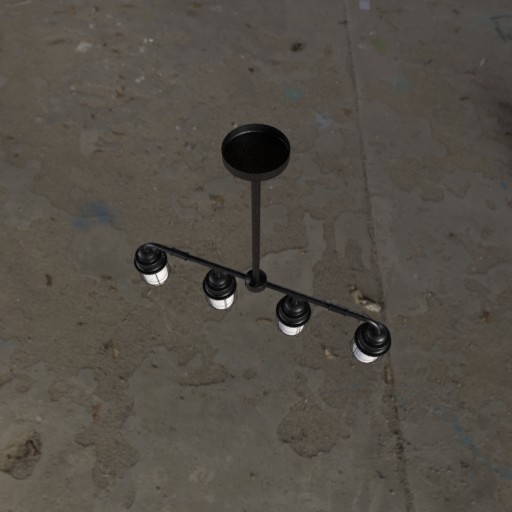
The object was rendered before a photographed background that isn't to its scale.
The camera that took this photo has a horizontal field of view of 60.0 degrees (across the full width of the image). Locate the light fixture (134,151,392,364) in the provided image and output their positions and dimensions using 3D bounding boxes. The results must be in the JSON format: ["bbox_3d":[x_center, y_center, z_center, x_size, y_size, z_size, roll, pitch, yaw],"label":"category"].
[{"bbox_3d":[0.000,0.000,1.171,0.852,0.785,0.131,19,60,11],"label":"light fixture"}]
